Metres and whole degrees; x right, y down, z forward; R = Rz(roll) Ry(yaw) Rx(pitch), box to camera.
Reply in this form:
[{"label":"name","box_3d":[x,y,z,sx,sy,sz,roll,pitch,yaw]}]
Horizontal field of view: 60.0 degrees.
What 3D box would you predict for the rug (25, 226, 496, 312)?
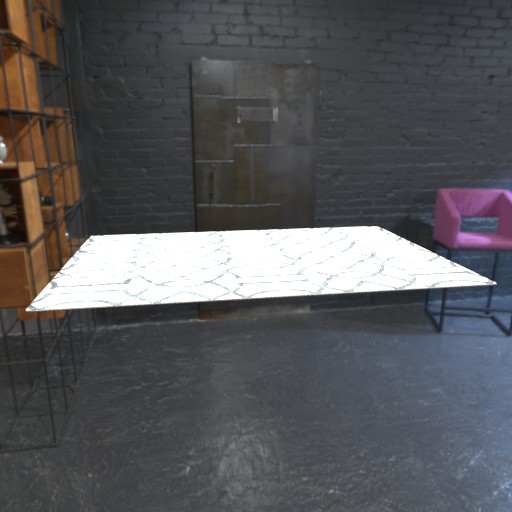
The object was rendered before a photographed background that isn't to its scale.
[{"label":"rug","box_3d":[0.000,0.000,2.906,2.365,0.017,1.521,-2,16,-9]}]
